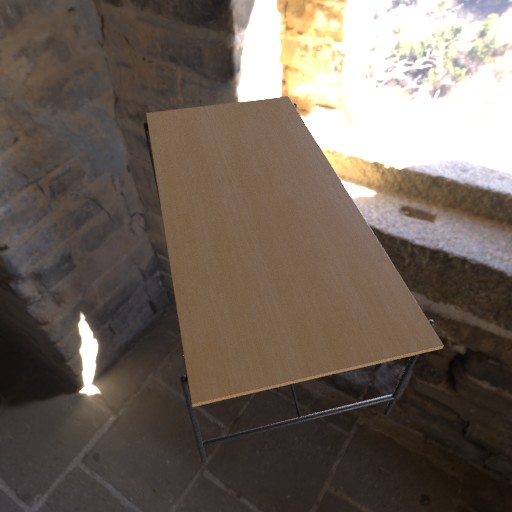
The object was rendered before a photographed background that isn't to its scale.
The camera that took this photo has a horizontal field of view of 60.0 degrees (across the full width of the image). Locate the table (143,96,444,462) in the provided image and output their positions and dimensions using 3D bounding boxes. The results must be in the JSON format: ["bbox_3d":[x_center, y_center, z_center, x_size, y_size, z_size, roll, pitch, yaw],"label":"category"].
[{"bbox_3d":[0.000,0.000,2.294,0.900,0.758,1.800,-10,48,-10],"label":"table"}]
